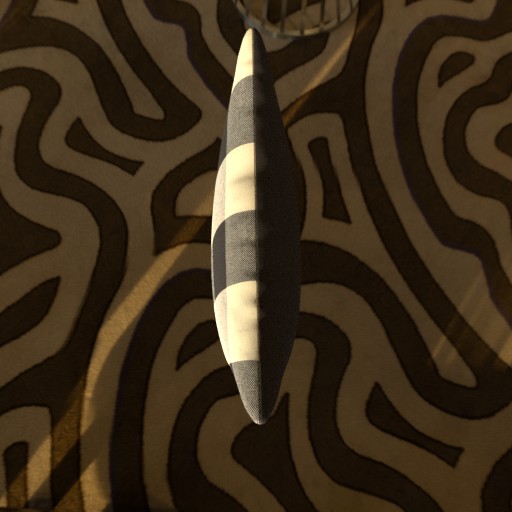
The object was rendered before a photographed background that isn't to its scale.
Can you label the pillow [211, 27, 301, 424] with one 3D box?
[{"bbox_3d":[0.000,0.000,0.780,0.161,0.509,0.511,-1,74,0],"label":"pillow"}]
